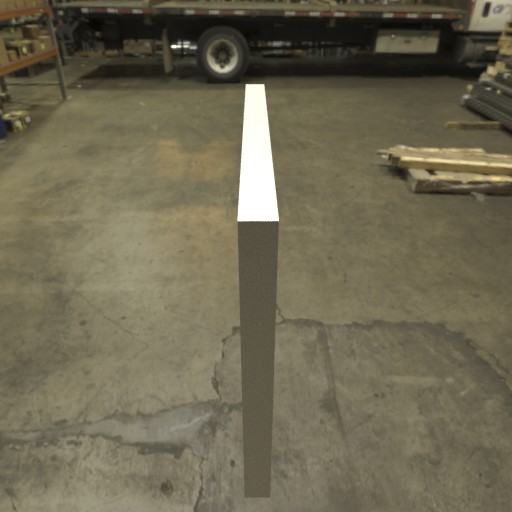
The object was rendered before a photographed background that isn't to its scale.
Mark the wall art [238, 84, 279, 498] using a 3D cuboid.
[{"bbox_3d":[0.000,0.000,1.372,0.066,0.801,1.056,0,32,0],"label":"wall art"}]
